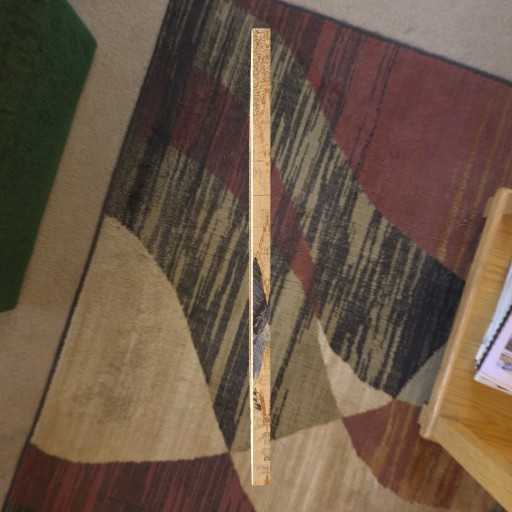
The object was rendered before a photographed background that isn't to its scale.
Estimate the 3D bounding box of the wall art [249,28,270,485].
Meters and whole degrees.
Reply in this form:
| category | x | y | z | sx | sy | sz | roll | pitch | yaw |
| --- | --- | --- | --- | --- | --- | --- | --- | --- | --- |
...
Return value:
| category | x | y | z | sx | sy | sz | roll | pitch | yaw |
| --- | --- | --- | --- | --- | --- | --- | --- | --- | --- |
| wall art | 0.000 | 0.000 | 1.335 | 0.039 | 0.914 | 0.912 | 0 | 90 | -1 |
